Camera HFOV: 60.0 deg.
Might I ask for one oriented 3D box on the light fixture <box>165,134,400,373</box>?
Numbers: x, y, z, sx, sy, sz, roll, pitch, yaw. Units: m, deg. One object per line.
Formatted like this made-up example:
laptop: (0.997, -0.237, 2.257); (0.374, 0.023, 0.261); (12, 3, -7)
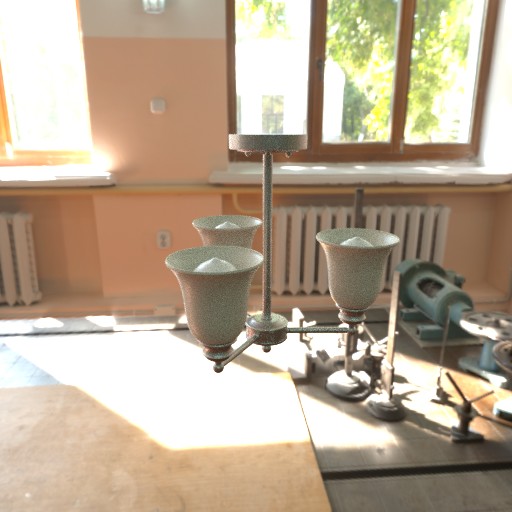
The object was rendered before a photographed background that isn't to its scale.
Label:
light fixture: (0.000, 0.000, 0.700); (0.388, 0.370, 0.354); (9, 18, 29)
